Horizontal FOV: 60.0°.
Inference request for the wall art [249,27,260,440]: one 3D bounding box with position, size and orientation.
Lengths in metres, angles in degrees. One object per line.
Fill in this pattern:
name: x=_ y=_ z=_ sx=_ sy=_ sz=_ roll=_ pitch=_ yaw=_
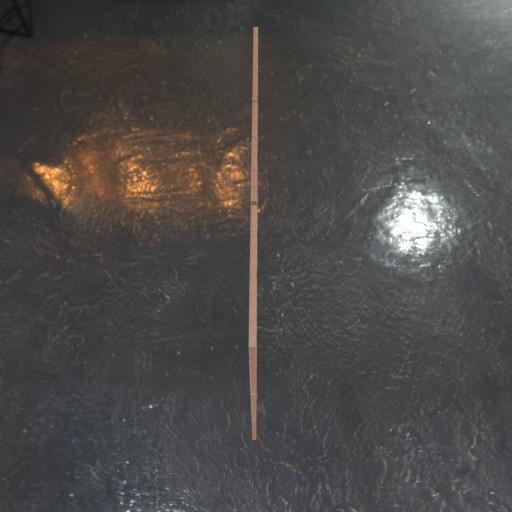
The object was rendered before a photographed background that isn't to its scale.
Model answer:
wall art: x=0.000 y=0.000 z=1.353 sx=0.018 sy=0.904 sz=0.906 roll=0 pitch=58 yaw=0
